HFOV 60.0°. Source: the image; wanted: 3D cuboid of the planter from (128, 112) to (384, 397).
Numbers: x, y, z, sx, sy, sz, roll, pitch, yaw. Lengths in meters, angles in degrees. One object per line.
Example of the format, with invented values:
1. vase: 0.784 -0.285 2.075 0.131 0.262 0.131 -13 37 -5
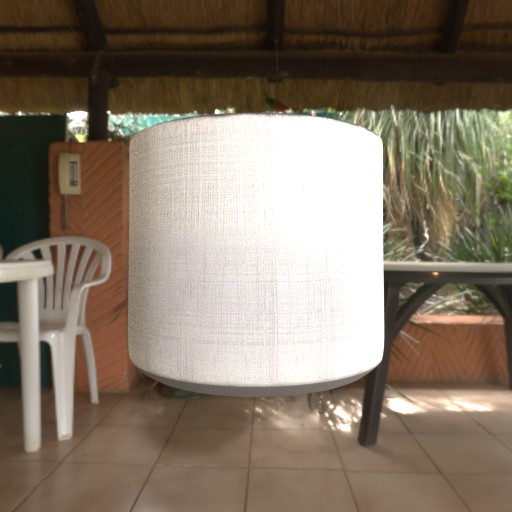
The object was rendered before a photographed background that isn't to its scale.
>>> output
1. planter: 0.000 0.000 0.456 0.254 0.221 0.254 0 1 0
